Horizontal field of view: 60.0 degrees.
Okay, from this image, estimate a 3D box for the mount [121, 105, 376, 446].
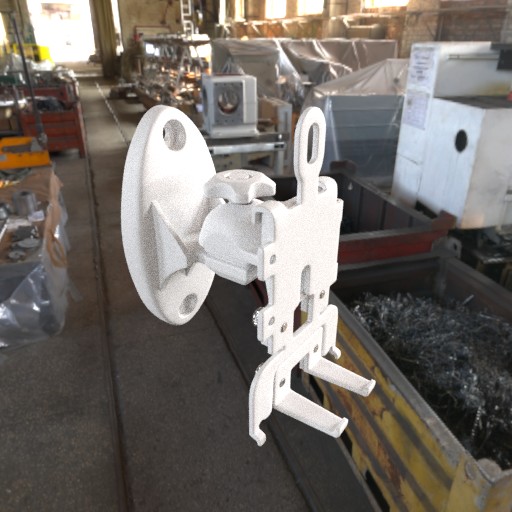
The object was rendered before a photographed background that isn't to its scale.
[{"bbox_3d":[0.000,0.000,0.178,0.100,0.118,0.066,18,31,32],"label":"mount"}]
